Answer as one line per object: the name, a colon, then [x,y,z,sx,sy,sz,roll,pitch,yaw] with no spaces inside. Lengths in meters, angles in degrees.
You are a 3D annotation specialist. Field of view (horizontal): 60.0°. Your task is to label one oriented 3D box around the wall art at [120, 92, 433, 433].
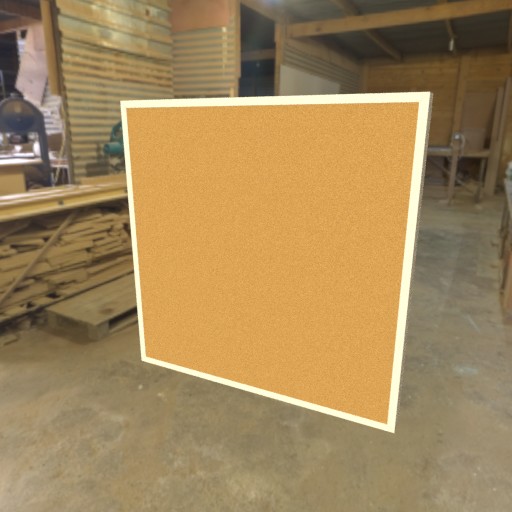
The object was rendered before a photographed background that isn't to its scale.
wall art: [0.000,0.000,0.756,0.509,0.509,0.040,8,18,25]
